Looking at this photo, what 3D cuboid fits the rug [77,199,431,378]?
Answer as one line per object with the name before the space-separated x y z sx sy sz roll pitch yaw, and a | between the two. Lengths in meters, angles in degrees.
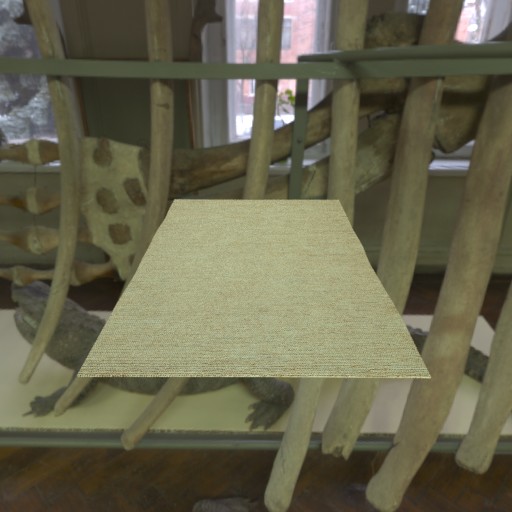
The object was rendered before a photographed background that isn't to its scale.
rug | 0.000 0.000 3.005 1.533 0.011 2.439 0 25 0
